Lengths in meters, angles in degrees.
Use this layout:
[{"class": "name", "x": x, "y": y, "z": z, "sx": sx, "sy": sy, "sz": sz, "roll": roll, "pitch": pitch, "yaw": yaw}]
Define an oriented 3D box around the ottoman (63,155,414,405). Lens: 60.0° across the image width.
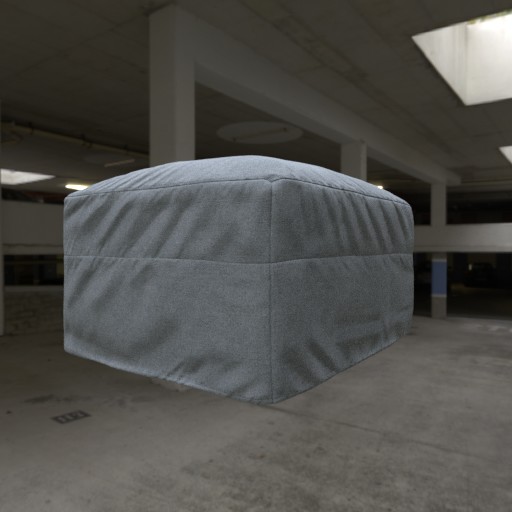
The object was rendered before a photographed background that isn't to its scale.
[{"class": "ottoman", "x": 0.000, "y": 0.000, "z": 1.243, "sx": 0.683, "sy": 0.481, "sz": 0.837, "roll": 1, "pitch": 1, "yaw": 36}]
